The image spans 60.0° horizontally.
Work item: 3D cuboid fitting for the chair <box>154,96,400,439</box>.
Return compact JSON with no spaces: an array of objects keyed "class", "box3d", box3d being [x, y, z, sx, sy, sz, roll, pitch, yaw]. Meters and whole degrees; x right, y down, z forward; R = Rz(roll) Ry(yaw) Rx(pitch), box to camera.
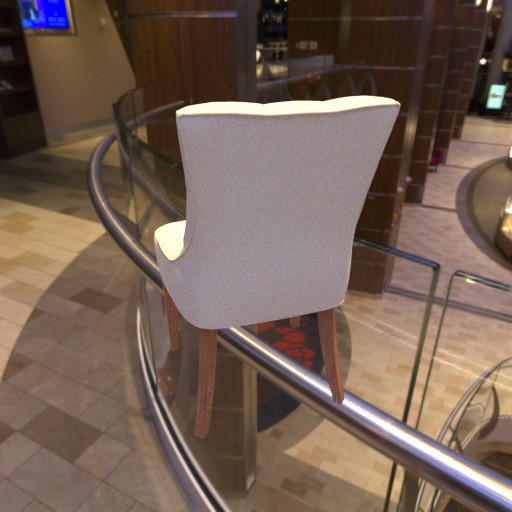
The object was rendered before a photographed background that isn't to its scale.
[{"class":"chair","box3d":[0.000,0.000,1.216,0.509,0.874,0.565,-8,28,-16]}]
